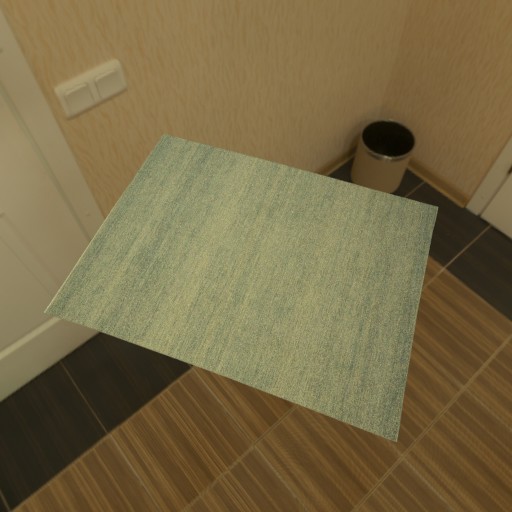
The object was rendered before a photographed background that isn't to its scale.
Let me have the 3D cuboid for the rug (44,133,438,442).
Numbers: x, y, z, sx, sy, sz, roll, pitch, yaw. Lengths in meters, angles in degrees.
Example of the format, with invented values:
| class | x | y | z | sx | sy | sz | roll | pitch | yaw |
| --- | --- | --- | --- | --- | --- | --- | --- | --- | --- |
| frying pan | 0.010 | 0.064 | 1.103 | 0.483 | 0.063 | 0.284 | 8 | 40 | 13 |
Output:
| class | x | y | z | sx | sy | sz | roll | pitch | yaw |
| --- | --- | --- | --- | --- | --- | --- | --- | --- | --- |
| rug | 0.000 | 0.000 | 4.357 | 3.237 | 0.046 | 2.461 | 17 | 60 | 10 |
